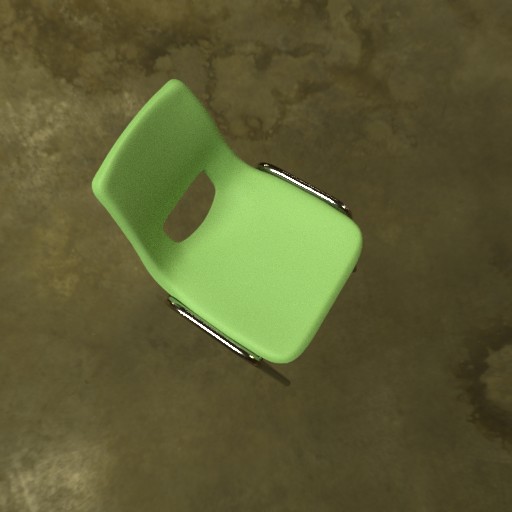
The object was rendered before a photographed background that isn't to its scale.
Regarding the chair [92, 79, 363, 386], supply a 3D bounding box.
[{"bbox_3d":[0.000,0.000,0.919,0.436,0.653,0.381,31,78,7],"label":"chair"}]
